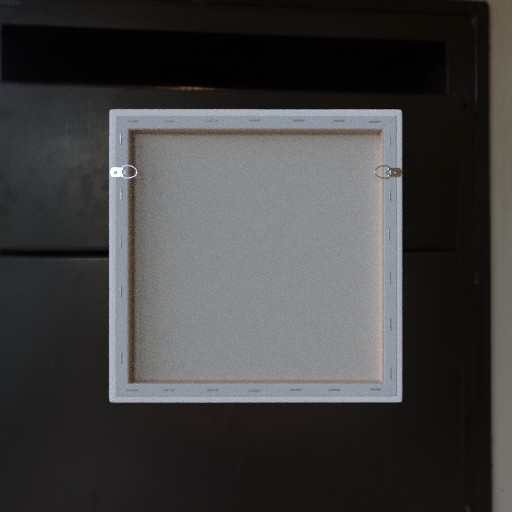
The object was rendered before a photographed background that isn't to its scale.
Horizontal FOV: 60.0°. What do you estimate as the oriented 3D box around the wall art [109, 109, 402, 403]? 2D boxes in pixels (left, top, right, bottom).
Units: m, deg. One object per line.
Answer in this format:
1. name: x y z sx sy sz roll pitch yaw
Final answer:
1. wall art: 0.000 0.000 1.395 0.912 0.914 0.039 0 0 0
